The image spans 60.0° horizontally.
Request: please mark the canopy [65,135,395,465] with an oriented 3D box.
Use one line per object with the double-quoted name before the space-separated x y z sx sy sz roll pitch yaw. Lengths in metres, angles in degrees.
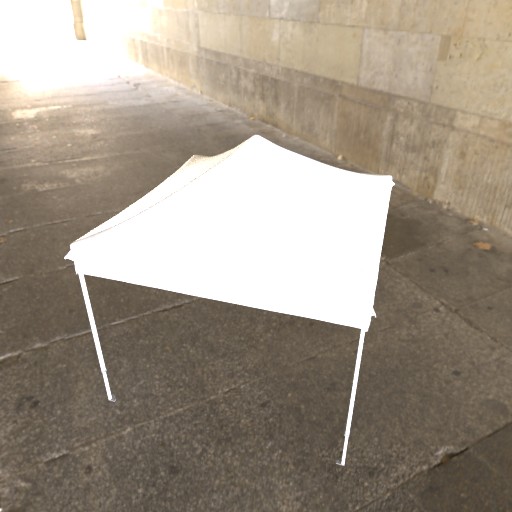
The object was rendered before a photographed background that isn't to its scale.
"canopy" 0.000 0.000 5.475 2.996 2.998 2.994 9 32 15
